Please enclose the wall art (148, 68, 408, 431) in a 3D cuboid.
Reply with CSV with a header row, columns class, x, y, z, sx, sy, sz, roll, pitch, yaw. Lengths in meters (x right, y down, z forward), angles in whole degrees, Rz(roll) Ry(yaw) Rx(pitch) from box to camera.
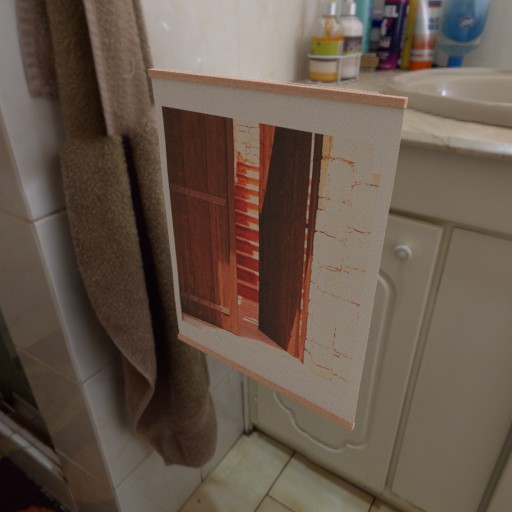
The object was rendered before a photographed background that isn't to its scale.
class,x,y,z,sx,sy,sz,roll,pitch,yaw
wall art,0.000,0.000,1.346,0.758,1.013,0.020,20,35,30
